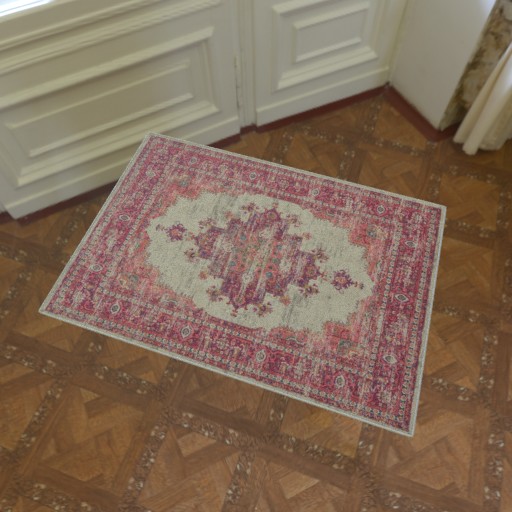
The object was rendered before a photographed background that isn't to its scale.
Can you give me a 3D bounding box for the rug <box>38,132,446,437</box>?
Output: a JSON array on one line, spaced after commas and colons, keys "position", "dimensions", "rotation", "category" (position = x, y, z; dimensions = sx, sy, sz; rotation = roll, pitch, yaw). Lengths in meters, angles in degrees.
[{"position": [0.000, 0.000, 3.656], "dimensions": [2.878, 0.014, 2.005], "rotation": [16, 62, 9], "category": "rug"}]
